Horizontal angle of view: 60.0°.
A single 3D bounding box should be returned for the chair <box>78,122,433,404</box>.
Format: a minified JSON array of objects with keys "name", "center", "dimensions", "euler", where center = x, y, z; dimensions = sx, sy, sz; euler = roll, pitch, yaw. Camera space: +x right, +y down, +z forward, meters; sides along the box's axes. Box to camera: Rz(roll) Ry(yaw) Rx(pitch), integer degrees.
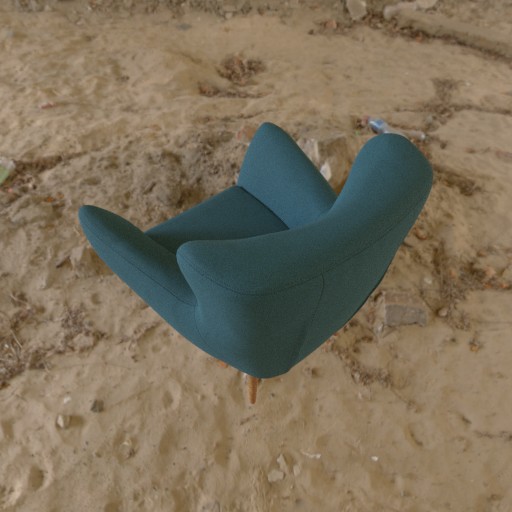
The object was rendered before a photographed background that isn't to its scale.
[{"name":"chair","center":[0.000,0.000,1.578],"dimensions":[0.890,0.889,0.889],"euler":[-32,55,-26]}]
